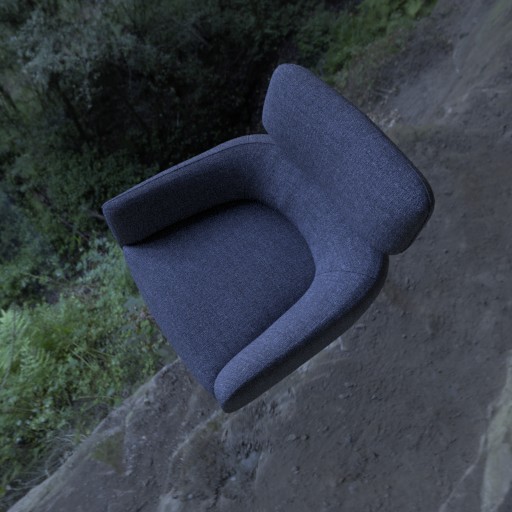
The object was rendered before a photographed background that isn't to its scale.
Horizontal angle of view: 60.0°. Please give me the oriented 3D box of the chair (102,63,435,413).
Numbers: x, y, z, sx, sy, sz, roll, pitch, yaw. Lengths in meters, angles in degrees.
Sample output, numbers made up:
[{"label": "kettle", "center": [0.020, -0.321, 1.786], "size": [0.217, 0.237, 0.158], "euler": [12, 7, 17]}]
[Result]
[{"label": "chair", "center": [0.000, 0.000, 1.373], "size": [0.715, 0.812, 0.706], "euler": [-32, 67, -15]}]
